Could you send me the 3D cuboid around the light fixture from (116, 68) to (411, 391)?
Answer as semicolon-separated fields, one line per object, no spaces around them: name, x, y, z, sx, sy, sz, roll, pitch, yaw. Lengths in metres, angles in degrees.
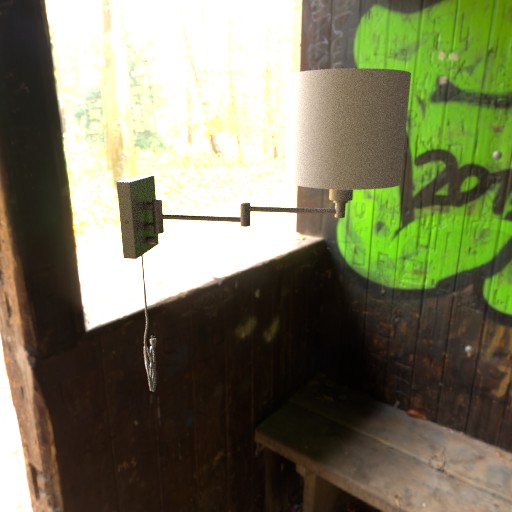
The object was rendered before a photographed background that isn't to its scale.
light fixture;0.000;0.000;0.866;0.516;0.651;0.203;3;17;10
